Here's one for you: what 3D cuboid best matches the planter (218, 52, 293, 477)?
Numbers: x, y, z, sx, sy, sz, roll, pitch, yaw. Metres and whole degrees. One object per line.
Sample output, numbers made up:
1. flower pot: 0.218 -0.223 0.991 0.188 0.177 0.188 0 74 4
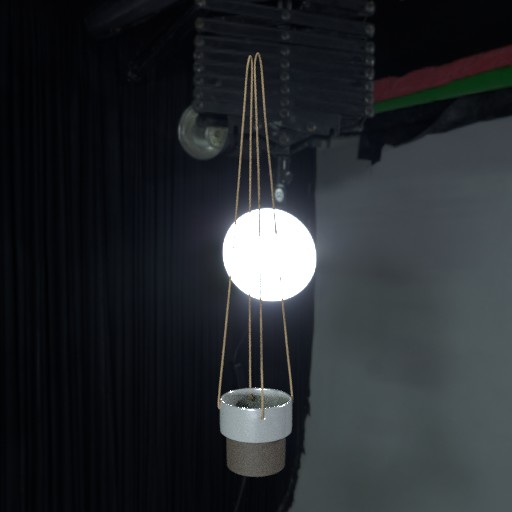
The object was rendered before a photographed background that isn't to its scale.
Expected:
1. planter: 0.000 0.000 1.160 0.187 1.073 0.187 -1 -2 35
